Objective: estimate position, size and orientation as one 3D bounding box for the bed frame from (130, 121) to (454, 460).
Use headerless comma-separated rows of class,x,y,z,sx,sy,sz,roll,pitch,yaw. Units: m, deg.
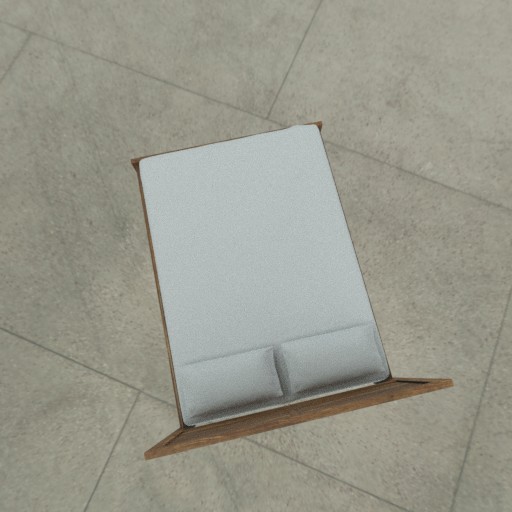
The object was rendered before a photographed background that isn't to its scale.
bed frame,0.000,0.000,3.328,1.696,1.417,2.276,-12,75,-3
